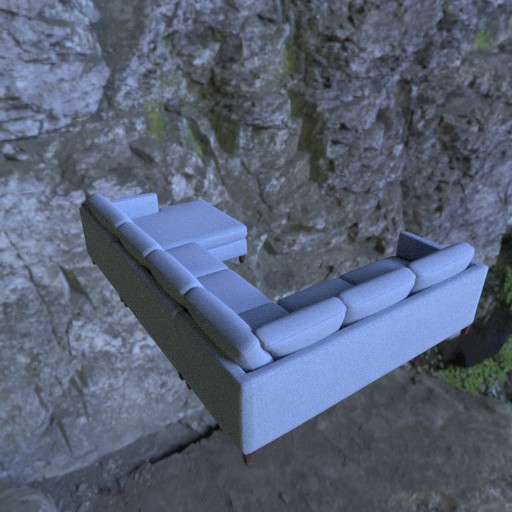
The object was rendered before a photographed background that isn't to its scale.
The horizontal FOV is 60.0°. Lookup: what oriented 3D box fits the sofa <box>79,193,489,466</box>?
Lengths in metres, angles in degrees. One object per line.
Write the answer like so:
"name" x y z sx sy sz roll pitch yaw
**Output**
"sofa" 0.000 0.000 4.472 2.551 0.889 3.403 -18 33 -30
